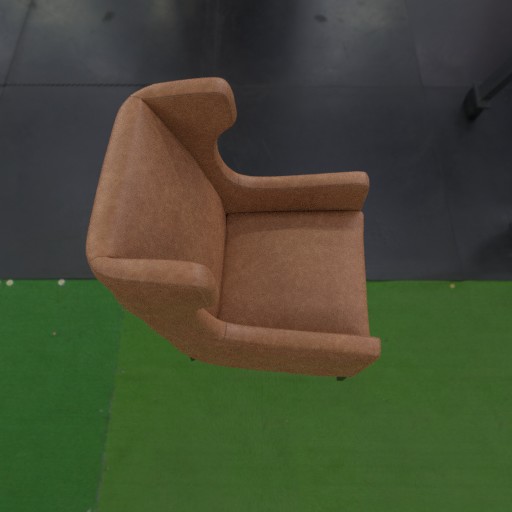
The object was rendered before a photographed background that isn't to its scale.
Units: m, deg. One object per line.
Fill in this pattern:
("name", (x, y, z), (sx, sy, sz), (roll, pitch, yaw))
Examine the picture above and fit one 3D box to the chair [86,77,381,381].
("chair", (0.000, 0.000, 1.676), (0.899, 1.079, 0.766), (3, 65, 1))
